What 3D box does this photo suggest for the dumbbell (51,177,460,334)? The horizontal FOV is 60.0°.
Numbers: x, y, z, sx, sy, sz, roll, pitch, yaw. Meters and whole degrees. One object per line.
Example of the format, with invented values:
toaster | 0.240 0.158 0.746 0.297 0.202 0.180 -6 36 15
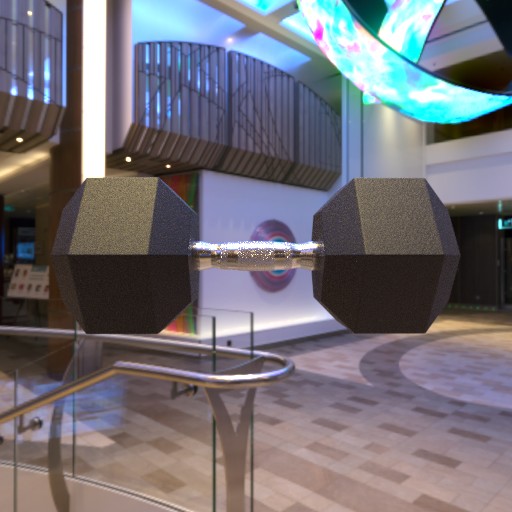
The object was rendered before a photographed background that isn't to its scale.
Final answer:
dumbbell | 0.000 0.000 0.467 0.384 0.150 0.173 0 0 -1
